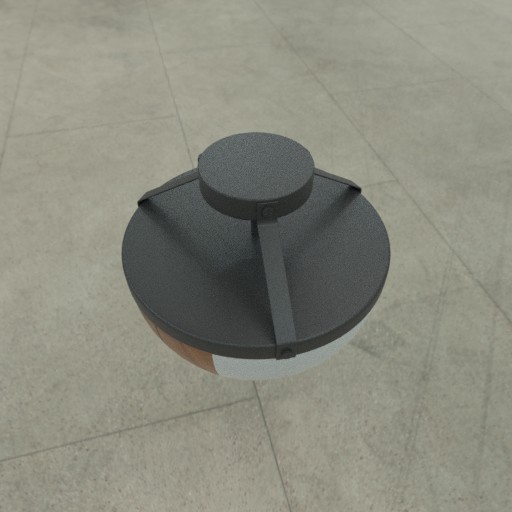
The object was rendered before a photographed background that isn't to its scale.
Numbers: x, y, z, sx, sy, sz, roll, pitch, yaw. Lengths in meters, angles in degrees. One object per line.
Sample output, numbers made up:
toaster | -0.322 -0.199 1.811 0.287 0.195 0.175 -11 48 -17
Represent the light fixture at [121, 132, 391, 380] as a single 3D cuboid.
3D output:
light fixture | 0.000 0.000 0.536 0.304 0.269 0.304 0 47 0
